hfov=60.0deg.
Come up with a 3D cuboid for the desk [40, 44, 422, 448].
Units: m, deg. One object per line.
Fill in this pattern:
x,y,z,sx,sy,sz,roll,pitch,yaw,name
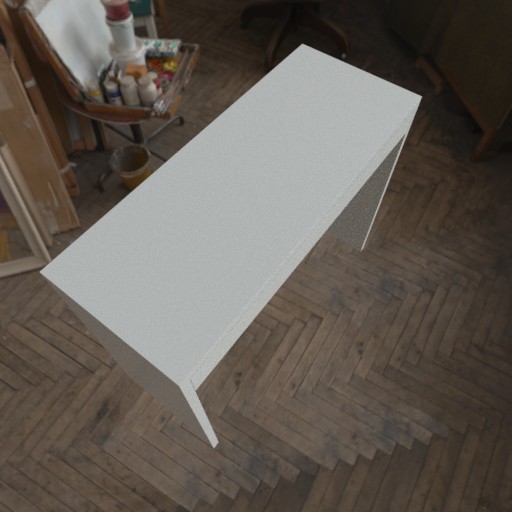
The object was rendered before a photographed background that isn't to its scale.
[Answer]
0.000,0.000,1.425,0.400,0.790,1.000,33,64,18,desk
